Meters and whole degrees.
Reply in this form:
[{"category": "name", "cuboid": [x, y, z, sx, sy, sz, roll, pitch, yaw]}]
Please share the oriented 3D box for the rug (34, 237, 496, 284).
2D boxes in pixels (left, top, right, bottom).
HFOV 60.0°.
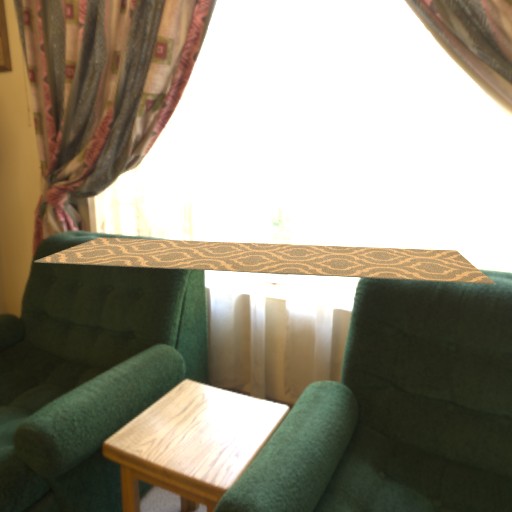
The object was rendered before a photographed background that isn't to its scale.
[{"category": "rug", "cuboid": [0.000, 0.000, 2.476, 2.275, 0.009, 0.684, 2, 14, 10]}]
